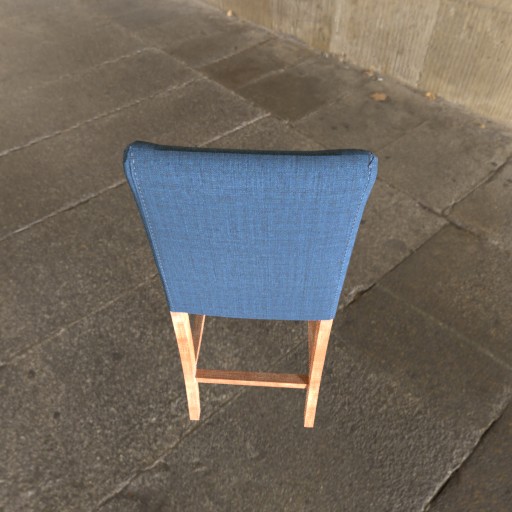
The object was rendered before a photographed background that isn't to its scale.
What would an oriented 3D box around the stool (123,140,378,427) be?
[{"bbox_3d":[0.000,0.000,1.284,0.454,1.039,0.567,3,47,2],"label":"stool"}]
